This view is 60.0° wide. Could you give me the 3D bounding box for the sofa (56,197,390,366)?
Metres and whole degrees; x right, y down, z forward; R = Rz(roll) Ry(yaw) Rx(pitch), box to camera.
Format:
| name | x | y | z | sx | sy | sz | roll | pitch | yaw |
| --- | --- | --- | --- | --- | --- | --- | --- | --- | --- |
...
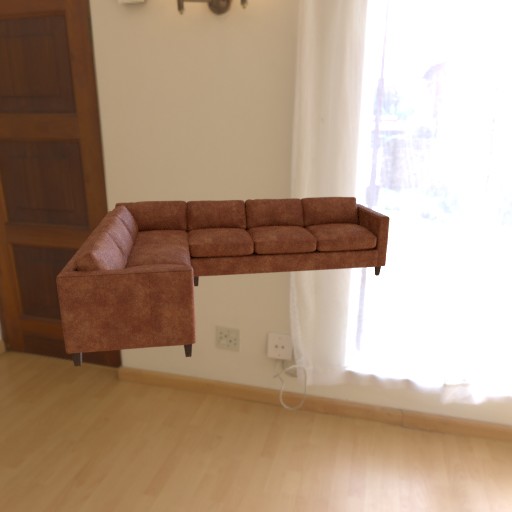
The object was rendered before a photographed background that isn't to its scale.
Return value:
| name | x | y | z | sx | sy | sz | roll | pitch | yaw |
| --- | --- | --- | --- | --- | --- | --- | --- | --- | --- |
| sofa | 0.000 | 0.000 | 4.459 | 3.150 | 0.838 | 2.438 | -3 | 17 | -9 |
